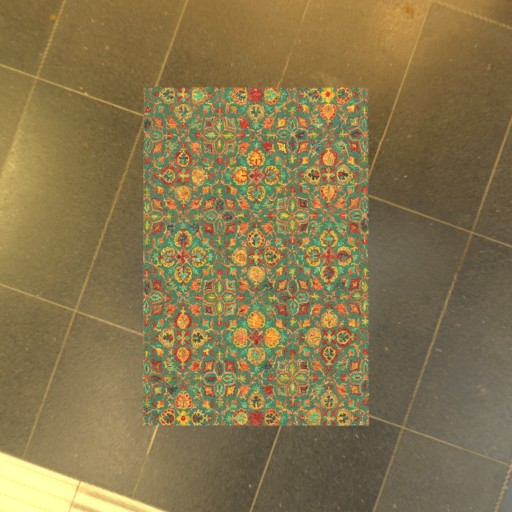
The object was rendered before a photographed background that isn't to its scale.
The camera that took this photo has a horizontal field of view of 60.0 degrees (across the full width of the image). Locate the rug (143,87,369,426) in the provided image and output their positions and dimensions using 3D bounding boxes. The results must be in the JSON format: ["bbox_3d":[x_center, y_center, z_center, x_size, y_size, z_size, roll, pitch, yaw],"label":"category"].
[{"bbox_3d":[0.000,0.000,3.000,1.527,0.016,2.290,0,90,0],"label":"rug"}]
